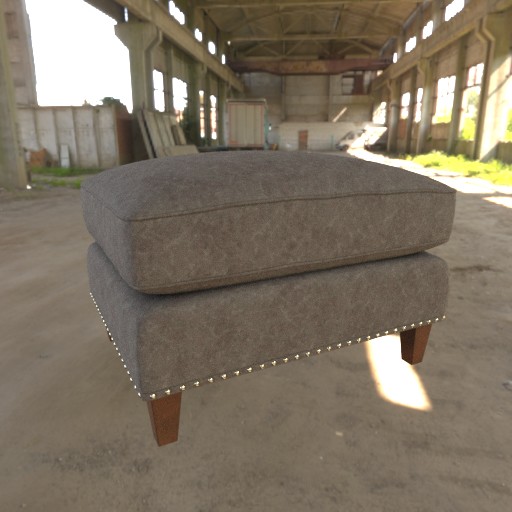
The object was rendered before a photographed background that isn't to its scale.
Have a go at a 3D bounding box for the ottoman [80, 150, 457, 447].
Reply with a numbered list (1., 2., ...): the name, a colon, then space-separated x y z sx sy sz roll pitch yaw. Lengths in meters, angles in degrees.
1. ottoman: 0.000 0.000 1.110 0.741 0.513 0.584 -8 17 -27
